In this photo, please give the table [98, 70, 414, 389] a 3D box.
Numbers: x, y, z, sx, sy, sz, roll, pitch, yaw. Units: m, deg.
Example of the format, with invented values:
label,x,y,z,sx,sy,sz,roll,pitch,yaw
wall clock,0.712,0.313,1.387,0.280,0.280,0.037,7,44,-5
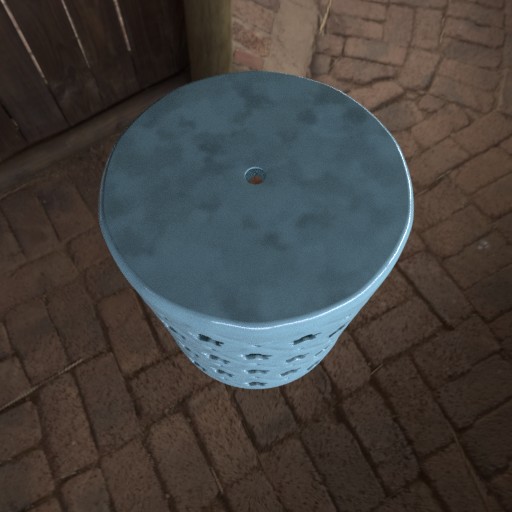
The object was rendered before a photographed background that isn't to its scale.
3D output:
label,x,y,z,sx,sy,sz,roll,pitch,yaw
table,0.000,0.000,0.659,0.352,0.387,0.352,0,63,0
